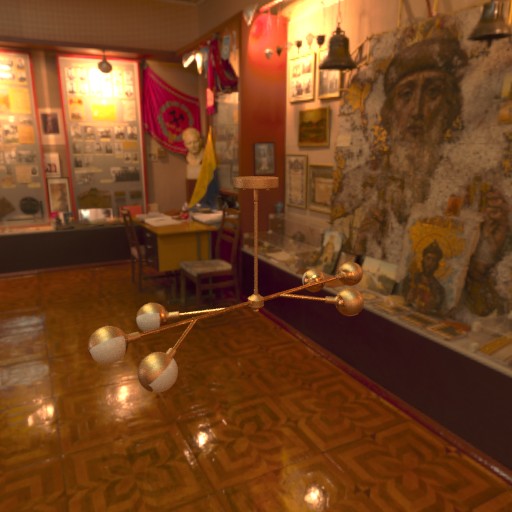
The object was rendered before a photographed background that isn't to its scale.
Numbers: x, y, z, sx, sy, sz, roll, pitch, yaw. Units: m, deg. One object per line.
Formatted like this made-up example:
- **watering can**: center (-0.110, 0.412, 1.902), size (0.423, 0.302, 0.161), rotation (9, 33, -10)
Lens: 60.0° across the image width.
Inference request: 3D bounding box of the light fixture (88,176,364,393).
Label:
- **light fixture**: center (0.000, 0.000, 1.038), size (0.778, 0.362, 0.434), rotation (-6, 15, -24)
